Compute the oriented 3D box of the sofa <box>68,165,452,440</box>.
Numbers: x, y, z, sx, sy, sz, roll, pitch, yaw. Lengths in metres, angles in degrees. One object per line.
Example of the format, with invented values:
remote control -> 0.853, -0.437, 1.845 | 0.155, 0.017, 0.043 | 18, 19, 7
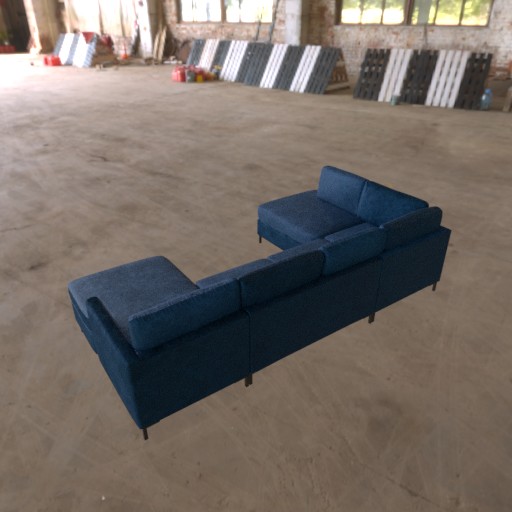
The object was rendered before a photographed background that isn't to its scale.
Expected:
sofa -> 0.000, 0.000, 4.453 | 3.434, 0.992, 2.055 | -19, 34, -30
